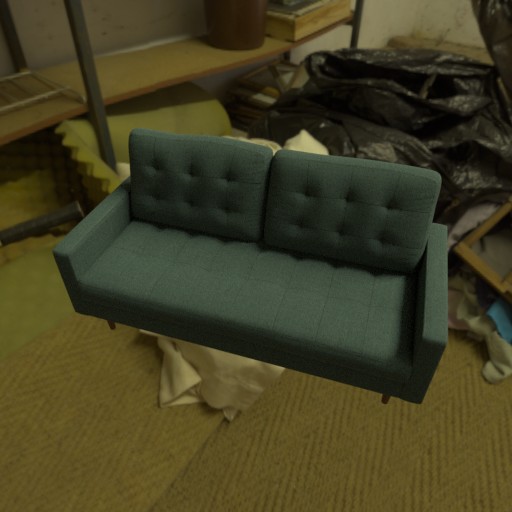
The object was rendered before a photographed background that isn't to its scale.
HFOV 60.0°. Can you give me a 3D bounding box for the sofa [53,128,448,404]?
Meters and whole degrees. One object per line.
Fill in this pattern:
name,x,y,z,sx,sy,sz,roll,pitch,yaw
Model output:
sofa,0.000,0.000,2.525,2.010,1.050,0.966,12,42,14
